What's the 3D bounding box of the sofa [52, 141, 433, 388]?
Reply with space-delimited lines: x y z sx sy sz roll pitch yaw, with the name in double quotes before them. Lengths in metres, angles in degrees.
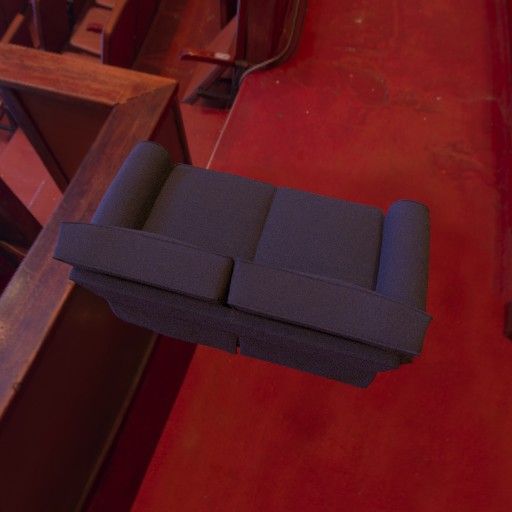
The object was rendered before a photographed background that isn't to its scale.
"sofa" 0.000 0.000 2.441 1.801 1.059 0.997 14 64 7
